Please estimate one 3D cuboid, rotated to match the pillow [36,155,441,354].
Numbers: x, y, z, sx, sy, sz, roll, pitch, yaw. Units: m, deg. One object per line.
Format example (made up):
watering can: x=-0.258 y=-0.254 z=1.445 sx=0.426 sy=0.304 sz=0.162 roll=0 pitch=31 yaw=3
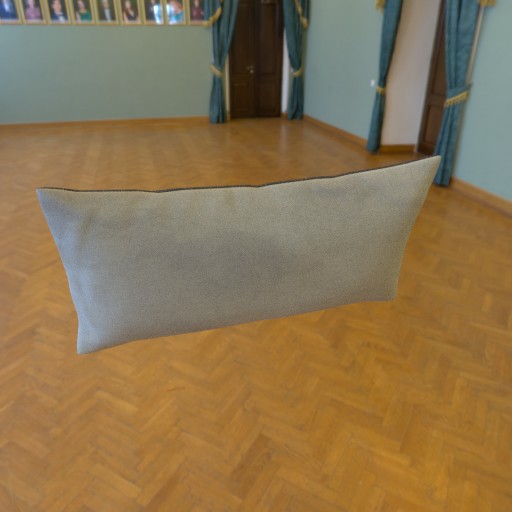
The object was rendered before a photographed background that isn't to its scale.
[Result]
pillow: x=0.000 y=0.000 z=0.732 sx=0.608 sy=0.305 sz=0.156 roll=-8 pitch=28 yaw=-15
